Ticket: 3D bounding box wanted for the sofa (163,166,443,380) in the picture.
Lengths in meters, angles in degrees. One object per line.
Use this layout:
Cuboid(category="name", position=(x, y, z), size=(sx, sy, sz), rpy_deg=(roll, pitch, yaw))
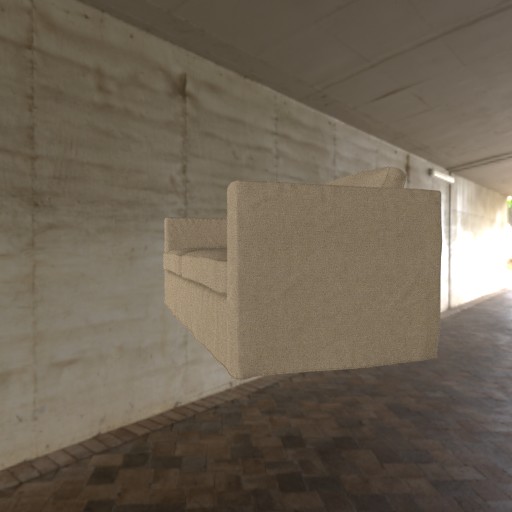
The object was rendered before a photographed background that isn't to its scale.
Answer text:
Cuboid(category="sofa", position=(0.000, 0.000, 2.804), size=(0.956, 0.847, 2.296), rpy_deg=(0, 1, -18))
